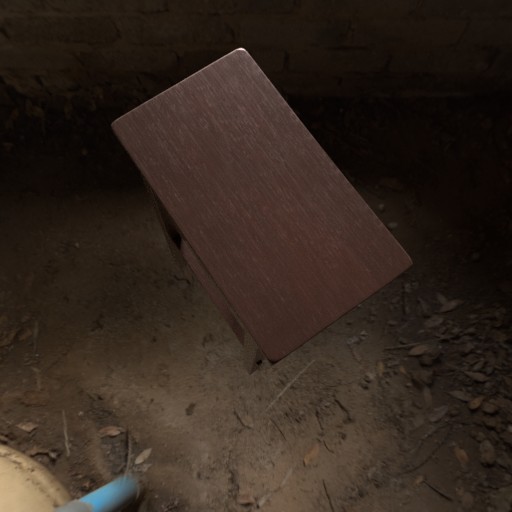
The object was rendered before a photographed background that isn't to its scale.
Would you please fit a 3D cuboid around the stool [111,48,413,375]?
[{"bbox_3d":[0.000,0.000,0.964,0.322,0.742,0.406,-34,79,-8],"label":"stool"}]
